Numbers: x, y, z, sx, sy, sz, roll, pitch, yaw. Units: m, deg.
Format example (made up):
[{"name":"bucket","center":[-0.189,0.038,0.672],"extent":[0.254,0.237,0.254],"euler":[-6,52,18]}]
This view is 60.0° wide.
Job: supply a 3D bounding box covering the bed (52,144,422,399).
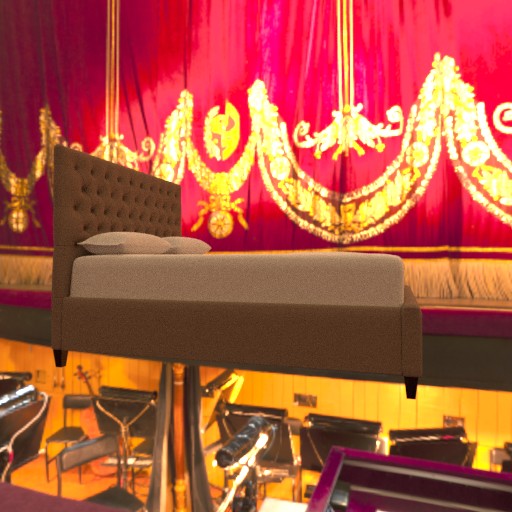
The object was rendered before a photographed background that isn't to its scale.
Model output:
[{"name":"bed","center":[0.000,0.000,3.291],"extent":[2.233,1.426,1.696],"euler":[0,0,18]}]
